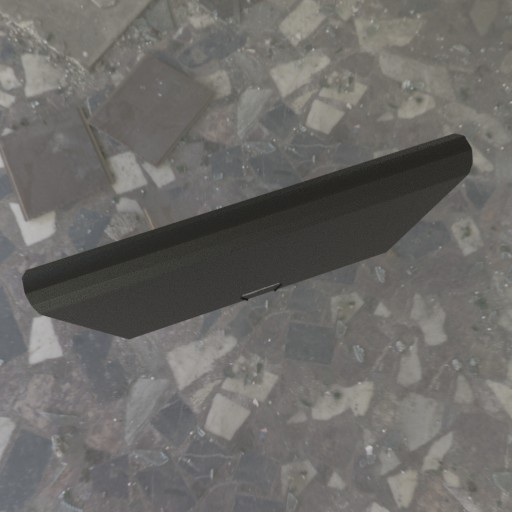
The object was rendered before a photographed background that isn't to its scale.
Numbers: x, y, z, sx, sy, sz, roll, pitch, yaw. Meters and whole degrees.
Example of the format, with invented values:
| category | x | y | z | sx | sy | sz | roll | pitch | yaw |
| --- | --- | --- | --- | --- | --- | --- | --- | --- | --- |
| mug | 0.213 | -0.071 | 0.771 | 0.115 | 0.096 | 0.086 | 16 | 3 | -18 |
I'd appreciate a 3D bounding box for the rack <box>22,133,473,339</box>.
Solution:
| category | x | y | z | sx | sy | sz | roll | pitch | yaw |
| --- | --- | --- | --- | --- | --- | --- | --- | --- | --- |
| rack | 0.000 | 0.000 | 0.427 | 0.330 | 0.241 | 0.041 | -18 | 76 | -5 |
